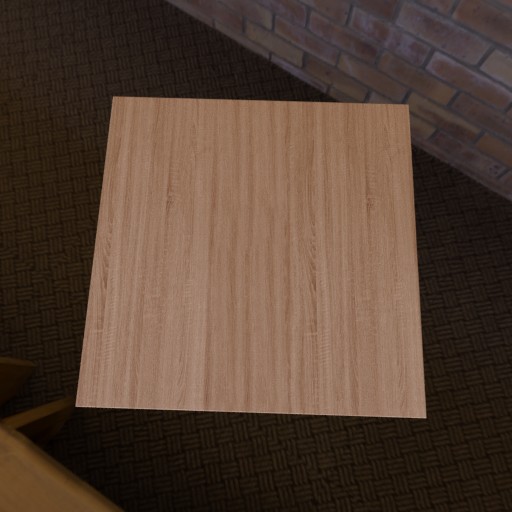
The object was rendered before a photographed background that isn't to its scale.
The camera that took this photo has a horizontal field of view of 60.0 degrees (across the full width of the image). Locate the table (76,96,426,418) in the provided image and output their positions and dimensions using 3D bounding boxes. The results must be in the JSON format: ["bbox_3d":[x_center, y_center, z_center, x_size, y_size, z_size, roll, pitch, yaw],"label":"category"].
[{"bbox_3d":[0.000,0.000,1.377,0.890,0.305,0.890,2,76,0],"label":"table"}]
